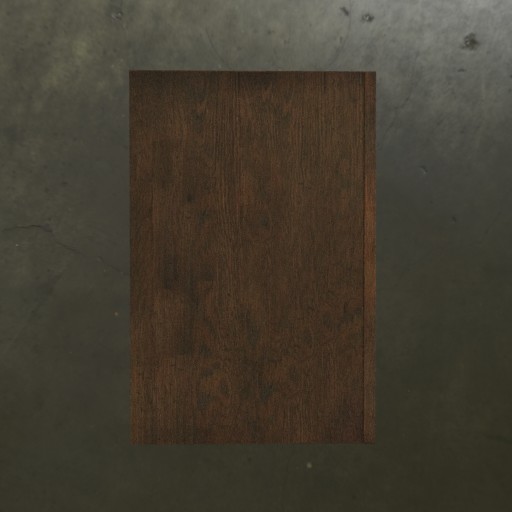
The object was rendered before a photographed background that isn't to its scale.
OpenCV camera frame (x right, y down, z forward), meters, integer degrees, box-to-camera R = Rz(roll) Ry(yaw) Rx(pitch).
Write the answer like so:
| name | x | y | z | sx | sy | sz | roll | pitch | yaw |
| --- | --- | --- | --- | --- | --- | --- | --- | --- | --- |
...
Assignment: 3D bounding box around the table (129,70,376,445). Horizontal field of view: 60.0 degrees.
| name | x | y | z | sx | sy | sz | roll | pitch | yaw |
| --- | --- | --- | --- | --- | --- | --- | --- | --- | --- |
| table | 0.000 | 0.000 | 1.280 | 0.542 | 0.746 | 0.767 | 0 | 91 | -1 |
